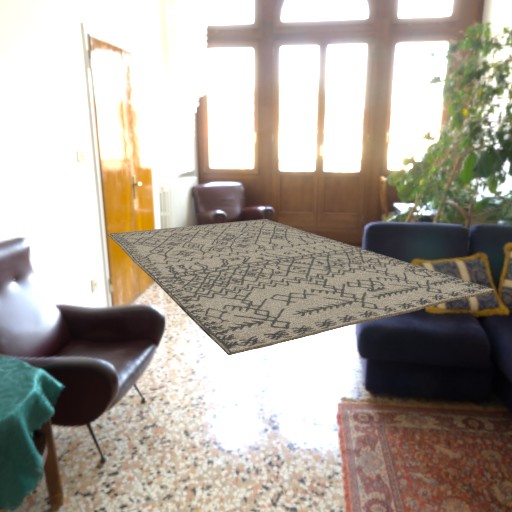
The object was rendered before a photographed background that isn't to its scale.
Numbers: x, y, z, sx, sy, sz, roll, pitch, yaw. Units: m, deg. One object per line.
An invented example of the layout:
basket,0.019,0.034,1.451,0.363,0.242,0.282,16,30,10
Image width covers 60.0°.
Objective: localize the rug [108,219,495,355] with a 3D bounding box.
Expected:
rug,0.000,0.000,4.704,2.393,0.019,3.824,-8,16,-27
